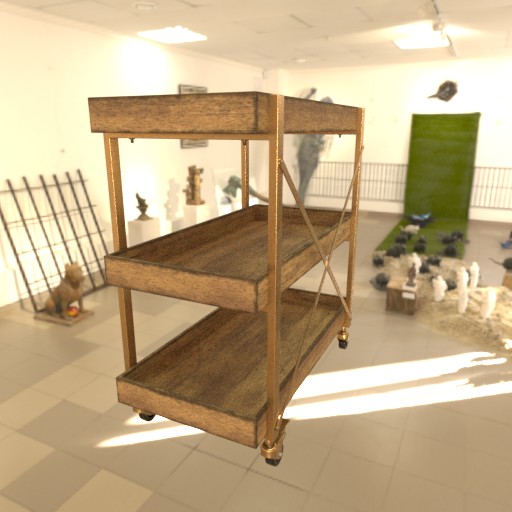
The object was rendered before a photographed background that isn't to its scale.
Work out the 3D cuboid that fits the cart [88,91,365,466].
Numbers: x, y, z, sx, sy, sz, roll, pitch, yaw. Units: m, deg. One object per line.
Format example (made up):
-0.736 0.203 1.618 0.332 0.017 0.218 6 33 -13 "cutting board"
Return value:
0.000 0.000 1.228 0.416 0.799 0.750 8 18 25 "cart"
